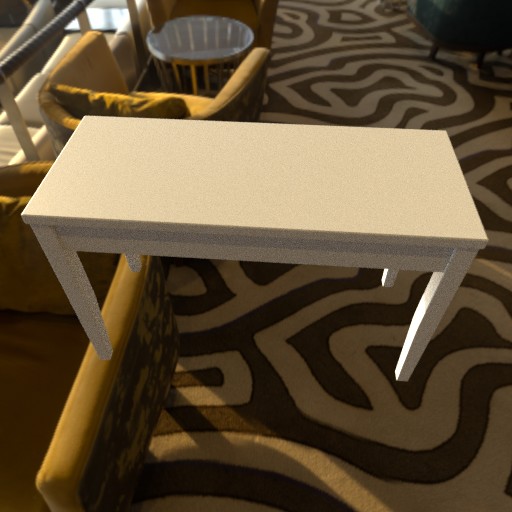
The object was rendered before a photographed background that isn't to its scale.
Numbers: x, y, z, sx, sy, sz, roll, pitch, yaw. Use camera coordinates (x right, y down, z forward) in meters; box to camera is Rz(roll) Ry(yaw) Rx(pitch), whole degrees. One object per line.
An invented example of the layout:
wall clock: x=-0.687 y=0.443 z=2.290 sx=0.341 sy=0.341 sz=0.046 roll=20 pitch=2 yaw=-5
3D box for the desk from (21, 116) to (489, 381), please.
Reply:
desk: x=0.000 y=0.000 z=1.605 sx=1.220 sy=0.775 sz=0.508 roll=3 pitch=48 yaw=3
